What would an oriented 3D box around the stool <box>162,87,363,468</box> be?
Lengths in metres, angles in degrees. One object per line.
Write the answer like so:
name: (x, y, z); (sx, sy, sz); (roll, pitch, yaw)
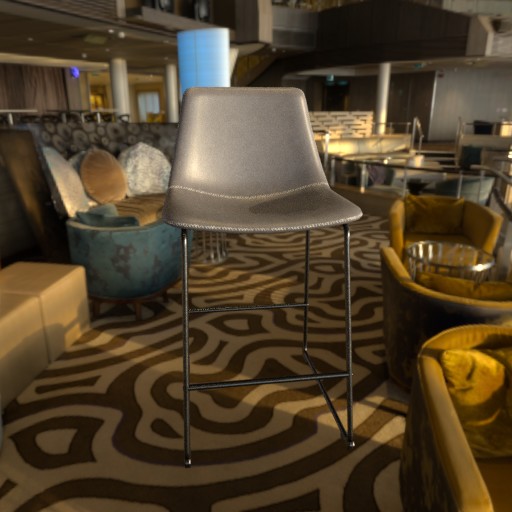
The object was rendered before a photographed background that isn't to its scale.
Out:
stool: (0.000, 0.000, 1.194); (0.470, 0.876, 0.546); (-3, 18, -8)
